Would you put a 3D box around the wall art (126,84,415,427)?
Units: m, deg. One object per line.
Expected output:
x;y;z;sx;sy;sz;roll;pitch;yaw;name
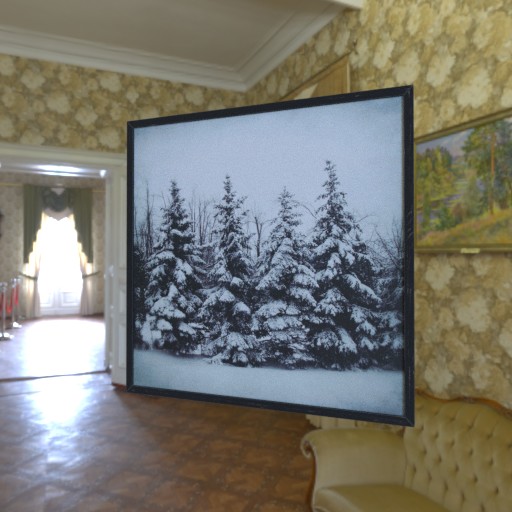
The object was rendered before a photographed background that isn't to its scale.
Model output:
0.000;0.000;1.131;0.761;0.761;0.037;0;-1;20;wall art
